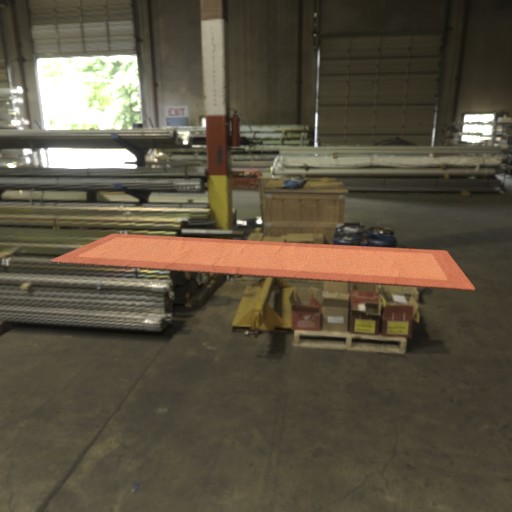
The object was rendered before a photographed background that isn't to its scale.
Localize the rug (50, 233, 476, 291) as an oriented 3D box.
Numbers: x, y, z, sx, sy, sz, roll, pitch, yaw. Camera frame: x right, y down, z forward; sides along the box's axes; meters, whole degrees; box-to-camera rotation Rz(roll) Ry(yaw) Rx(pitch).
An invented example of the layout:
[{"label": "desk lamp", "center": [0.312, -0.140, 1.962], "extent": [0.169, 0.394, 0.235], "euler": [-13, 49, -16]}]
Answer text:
[{"label": "rug", "center": [0.000, 0.000, 2.819], "extent": [2.471, 0.013, 0.914], "euler": [2, 16, 8]}]
